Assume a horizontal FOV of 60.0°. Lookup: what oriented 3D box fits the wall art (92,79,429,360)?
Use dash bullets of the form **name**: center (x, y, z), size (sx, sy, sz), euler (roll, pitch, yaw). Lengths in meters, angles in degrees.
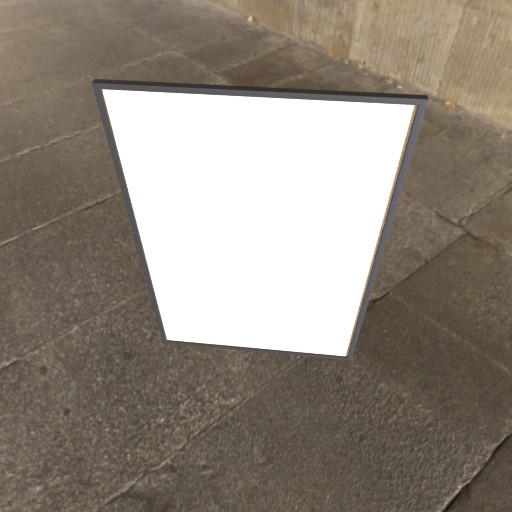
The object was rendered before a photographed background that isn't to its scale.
- **wall art**: center (0.000, 0.000, 0.840), size (0.457, 0.657, 0.013), euler (4, 46, 4)
